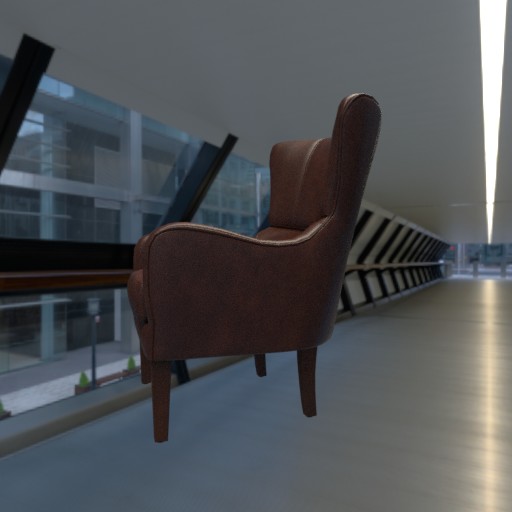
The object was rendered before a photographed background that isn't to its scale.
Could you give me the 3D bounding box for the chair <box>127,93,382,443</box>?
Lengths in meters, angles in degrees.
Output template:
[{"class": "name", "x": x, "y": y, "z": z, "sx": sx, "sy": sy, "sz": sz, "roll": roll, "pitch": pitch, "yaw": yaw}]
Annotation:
[{"class": "chair", "x": 0.000, "y": 0.000, "z": 1.653, "sx": 0.914, "sy": 1.048, "sz": 0.692, "roll": 0, "pitch": 0, "yaw": -18}]
